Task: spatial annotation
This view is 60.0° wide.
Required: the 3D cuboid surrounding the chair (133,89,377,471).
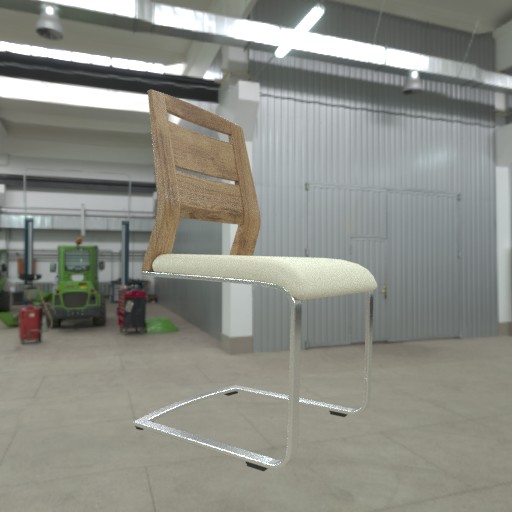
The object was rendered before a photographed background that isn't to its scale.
[{"bbox_3d":[0.000,0.000,1.264,0.561,0.955,0.457,-1,-1,35],"label":"chair"}]
